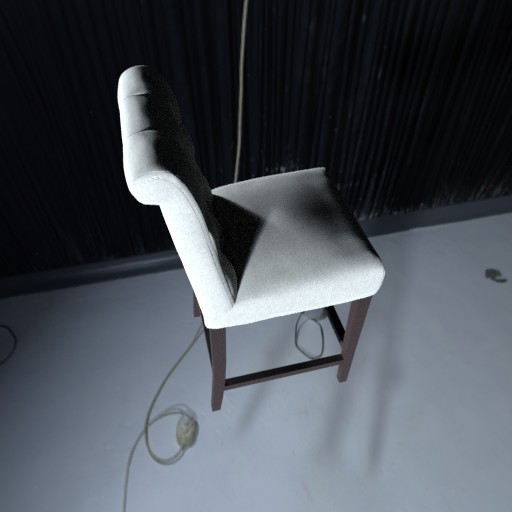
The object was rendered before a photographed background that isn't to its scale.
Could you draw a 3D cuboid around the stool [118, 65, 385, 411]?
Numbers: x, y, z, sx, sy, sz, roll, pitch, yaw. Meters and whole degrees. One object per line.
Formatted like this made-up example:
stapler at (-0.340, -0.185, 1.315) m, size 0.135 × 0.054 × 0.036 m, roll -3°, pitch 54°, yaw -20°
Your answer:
stool at (0.000, 0.000, 1.354) m, size 0.601 × 1.040 × 0.493 m, roll -11°, pitch 48°, yaw -10°
